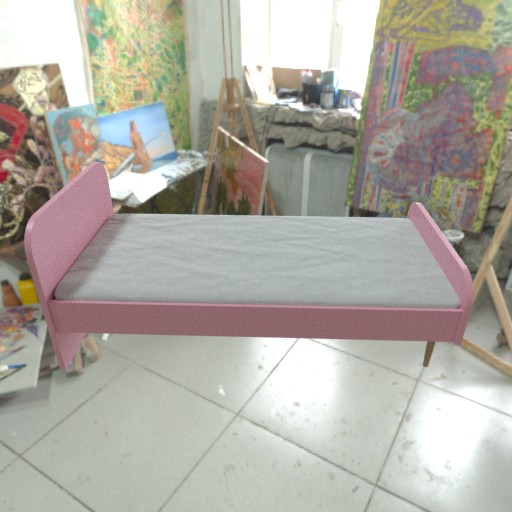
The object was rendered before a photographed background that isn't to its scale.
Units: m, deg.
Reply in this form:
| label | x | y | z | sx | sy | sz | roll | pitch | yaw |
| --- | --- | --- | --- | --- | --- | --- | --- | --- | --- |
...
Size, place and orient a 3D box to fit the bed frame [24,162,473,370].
| label | x | y | z | sx | sy | sz | roll | pitch | yaw |
| --- | --- | --- | --- | --- | --- | --- | --- | --- | --- |
| bed frame | 0.000 | 0.000 | 2.460 | 1.963 | 0.805 | 0.998 | 1 | 30 | 2 |
